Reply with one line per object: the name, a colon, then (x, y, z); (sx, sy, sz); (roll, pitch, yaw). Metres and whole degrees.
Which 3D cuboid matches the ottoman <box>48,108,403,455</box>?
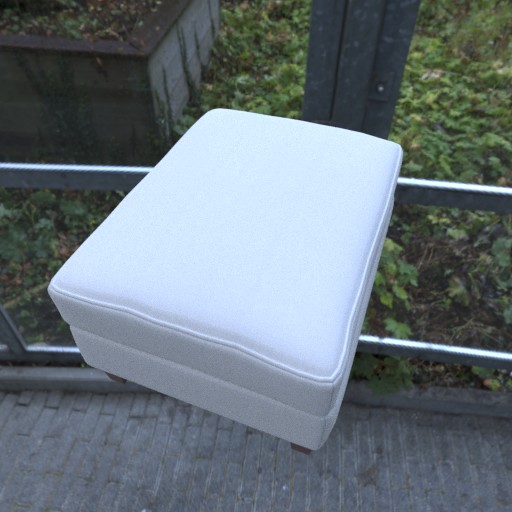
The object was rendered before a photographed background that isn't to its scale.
ottoman: (0.000, 0.000, 1.206); (0.634, 0.479, 0.818); (15, 48, 14)
